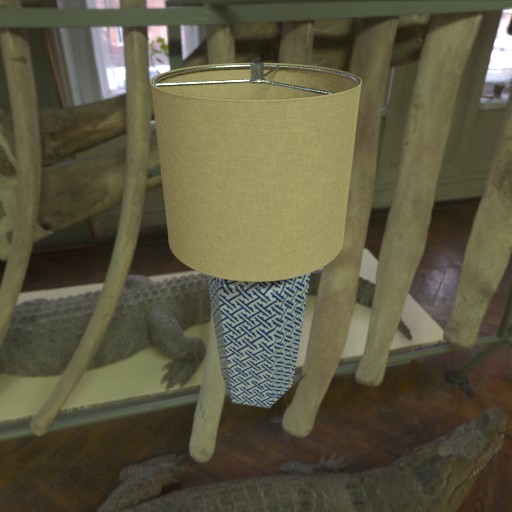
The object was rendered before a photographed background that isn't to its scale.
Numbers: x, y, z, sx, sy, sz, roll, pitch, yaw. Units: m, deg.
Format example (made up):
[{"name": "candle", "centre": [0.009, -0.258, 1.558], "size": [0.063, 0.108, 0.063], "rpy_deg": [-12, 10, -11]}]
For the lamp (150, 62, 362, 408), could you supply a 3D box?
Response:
[{"name": "lamp", "centre": [0.000, 0.000, 0.848], "size": [0.320, 0.682, 0.320], "rpy_deg": [-8, 32, -12]}]
